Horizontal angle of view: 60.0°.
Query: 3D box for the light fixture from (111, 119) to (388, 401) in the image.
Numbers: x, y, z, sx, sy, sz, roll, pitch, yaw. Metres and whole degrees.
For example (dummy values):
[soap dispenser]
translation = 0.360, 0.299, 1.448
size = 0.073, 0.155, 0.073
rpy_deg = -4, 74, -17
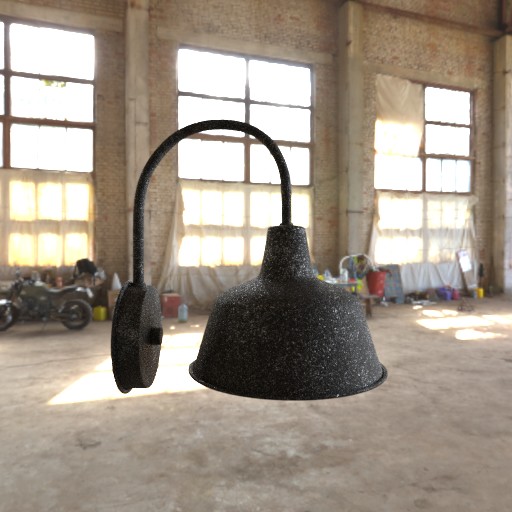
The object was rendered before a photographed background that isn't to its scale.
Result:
[light fixture]
translation = 0.000, 0.000, 0.489
size = 0.283, 0.300, 0.216
rpy_deg = 0, 1, 0
